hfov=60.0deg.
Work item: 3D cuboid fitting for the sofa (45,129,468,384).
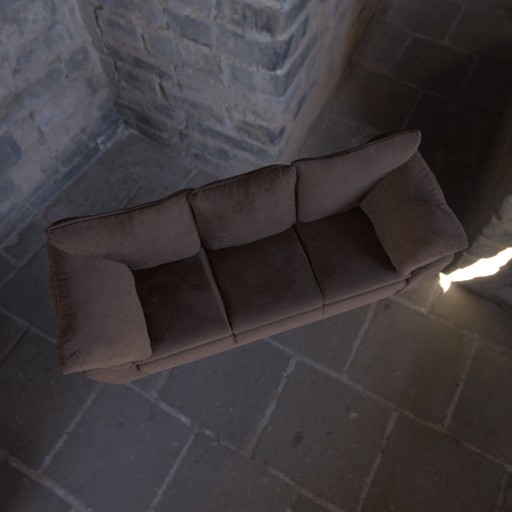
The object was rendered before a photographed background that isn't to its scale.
[{"bbox_3d":[0.000,0.000,2.749,2.336,1.015,0.878,-17,64,-8],"label":"sofa"}]
